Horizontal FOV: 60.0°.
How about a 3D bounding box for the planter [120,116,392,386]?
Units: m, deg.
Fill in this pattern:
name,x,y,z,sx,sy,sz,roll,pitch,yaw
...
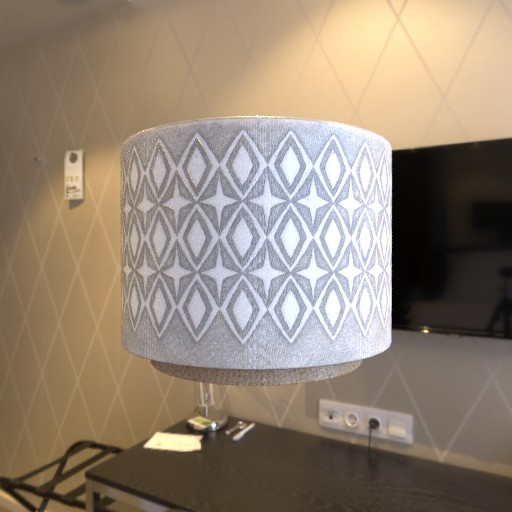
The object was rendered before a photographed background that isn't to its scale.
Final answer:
name,x,y,z,sx,sy,sz,roll,pitch,yaw
planter,0.000,0.000,0.319,0.186,0.144,0.186,0,0,0
